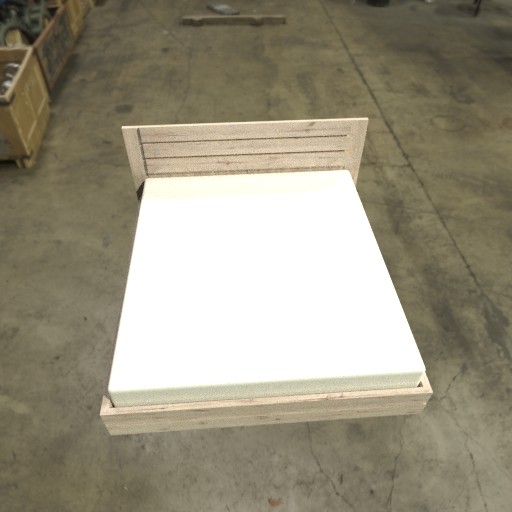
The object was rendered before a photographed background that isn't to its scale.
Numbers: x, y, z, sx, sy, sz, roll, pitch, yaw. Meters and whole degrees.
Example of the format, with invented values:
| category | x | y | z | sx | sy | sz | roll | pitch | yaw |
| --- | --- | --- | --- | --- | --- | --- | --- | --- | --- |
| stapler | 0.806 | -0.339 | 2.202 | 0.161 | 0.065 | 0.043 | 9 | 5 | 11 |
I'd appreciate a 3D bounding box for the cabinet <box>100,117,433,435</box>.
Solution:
| category | x | y | z | sx | sy | sz | roll | pitch | yaw |
| --- | --- | --- | --- | --- | --- | --- | --- | --- | --- |
| cabinet | 0.000 | 0.000 | 3.111 | 1.950 | 0.970 | 2.080 | -3 | 45 | -3 |
